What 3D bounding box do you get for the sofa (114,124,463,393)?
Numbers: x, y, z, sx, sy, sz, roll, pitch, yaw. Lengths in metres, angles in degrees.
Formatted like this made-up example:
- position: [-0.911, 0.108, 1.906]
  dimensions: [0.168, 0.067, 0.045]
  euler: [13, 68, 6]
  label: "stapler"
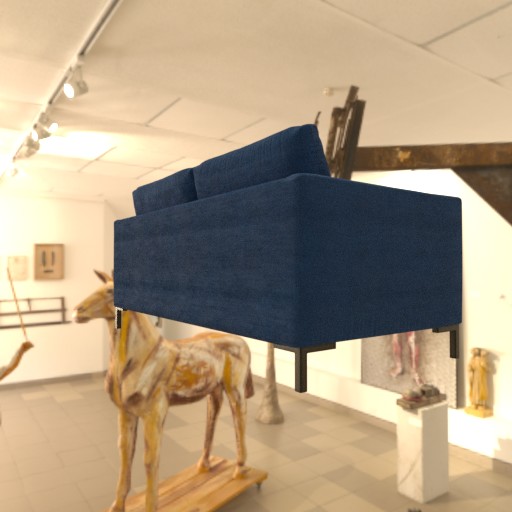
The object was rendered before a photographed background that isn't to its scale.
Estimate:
- position: [0.000, 0.000, 2.159]
  dimensions: [0.875, 0.817, 1.676]
  euler: [1, -2, -36]
  label: "sofa"
